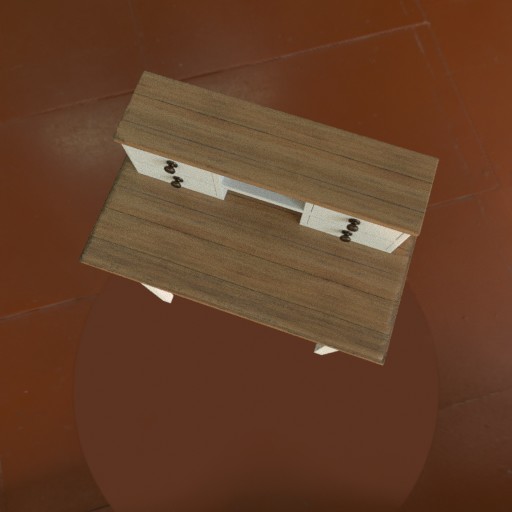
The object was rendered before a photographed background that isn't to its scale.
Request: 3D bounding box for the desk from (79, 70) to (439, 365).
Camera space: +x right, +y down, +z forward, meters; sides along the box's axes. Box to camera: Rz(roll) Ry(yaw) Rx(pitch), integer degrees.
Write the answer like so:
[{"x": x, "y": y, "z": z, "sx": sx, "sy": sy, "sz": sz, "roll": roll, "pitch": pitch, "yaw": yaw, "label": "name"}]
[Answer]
[{"x": 0.000, "y": 0.000, "z": 1.447, "sx": 0.814, "sy": 0.981, "sz": 0.462, "roll": 18, "pitch": 76, "yaw": 5, "label": "desk"}]
